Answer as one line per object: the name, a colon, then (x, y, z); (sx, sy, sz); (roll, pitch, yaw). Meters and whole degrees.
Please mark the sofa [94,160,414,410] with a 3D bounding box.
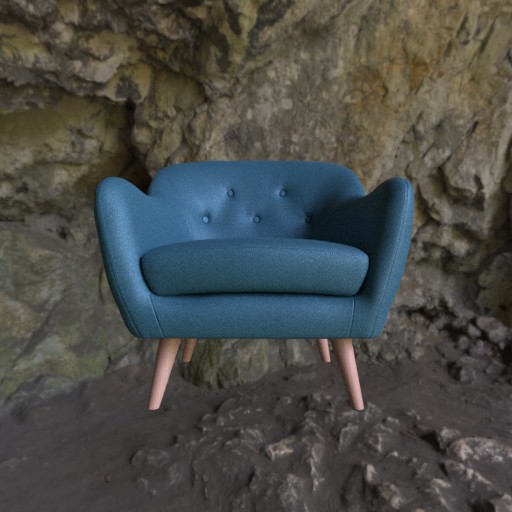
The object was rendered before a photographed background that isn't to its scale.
sofa: (0.000, 0.000, 1.498); (0.836, 0.817, 0.825); (0, 0, 0)
